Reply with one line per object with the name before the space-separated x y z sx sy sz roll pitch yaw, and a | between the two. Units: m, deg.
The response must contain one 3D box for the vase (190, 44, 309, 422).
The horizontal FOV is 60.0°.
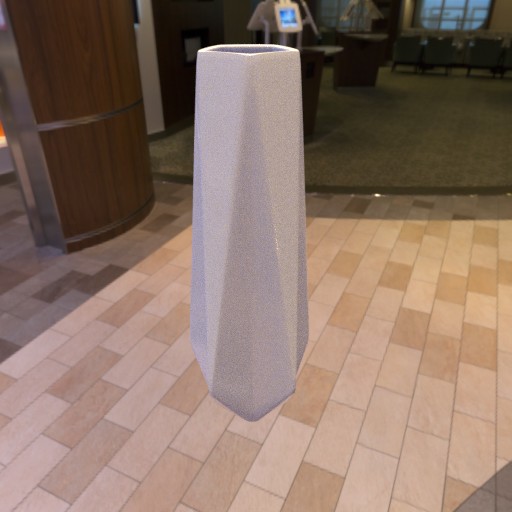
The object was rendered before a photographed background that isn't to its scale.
vase | 0.000 0.000 0.386 0.116 0.329 0.122 -11 32 -18
